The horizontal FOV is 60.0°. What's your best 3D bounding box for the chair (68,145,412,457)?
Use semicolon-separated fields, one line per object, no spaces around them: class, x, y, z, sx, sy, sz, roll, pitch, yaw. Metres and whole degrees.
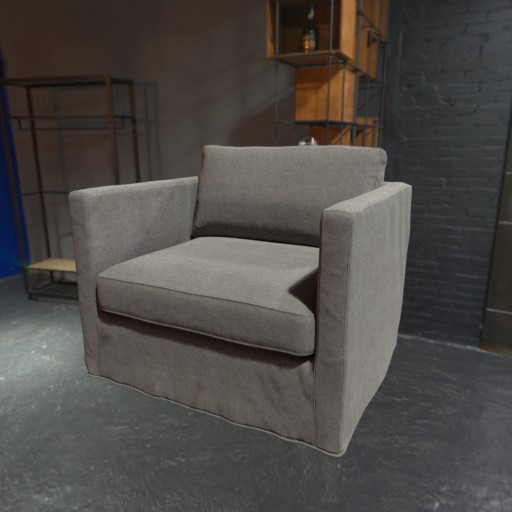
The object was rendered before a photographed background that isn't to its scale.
chair;0.000;0.000;1.780;1.057;0.863;0.949;7;16;27
